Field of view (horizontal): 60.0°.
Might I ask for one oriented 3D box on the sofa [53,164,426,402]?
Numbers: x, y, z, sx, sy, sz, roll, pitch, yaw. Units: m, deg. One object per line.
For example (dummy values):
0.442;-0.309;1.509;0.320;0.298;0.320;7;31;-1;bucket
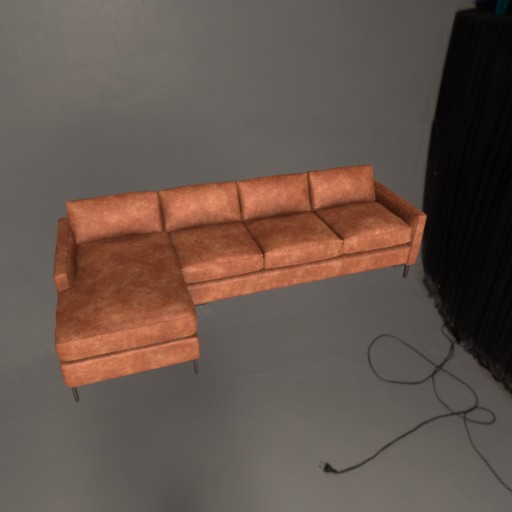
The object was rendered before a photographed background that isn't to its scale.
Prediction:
0.000;0.000;3.593;2.993;0.859;1.471;-10;32;-16;sofa
